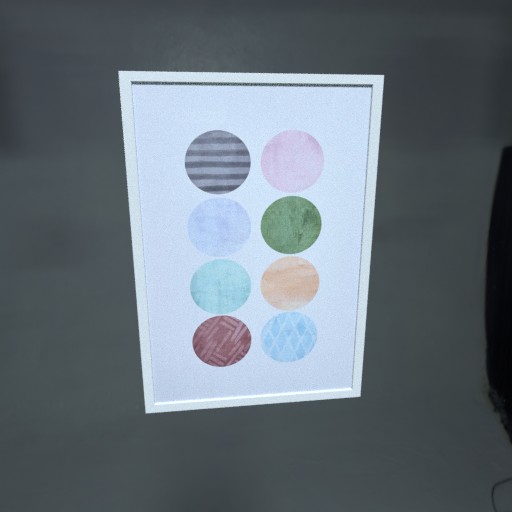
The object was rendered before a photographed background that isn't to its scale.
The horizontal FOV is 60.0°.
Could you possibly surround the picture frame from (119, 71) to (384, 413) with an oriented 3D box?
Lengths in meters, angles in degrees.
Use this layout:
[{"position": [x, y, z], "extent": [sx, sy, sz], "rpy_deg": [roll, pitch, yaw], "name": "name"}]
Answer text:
[{"position": [0.000, 0.000, 1.227], "extent": [0.659, 0.940, 0.013], "rpy_deg": [-2, 16, -7], "name": "picture frame"}]
